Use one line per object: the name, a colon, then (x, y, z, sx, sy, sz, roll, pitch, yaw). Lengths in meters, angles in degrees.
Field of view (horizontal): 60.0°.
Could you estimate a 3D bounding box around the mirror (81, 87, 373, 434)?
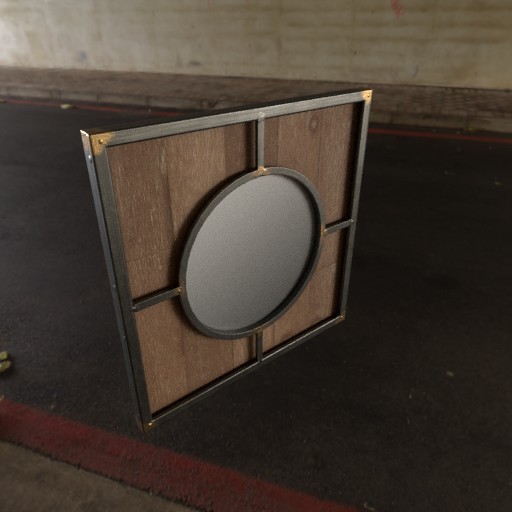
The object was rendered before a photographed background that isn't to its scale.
mirror: (0.000, 0.000, 0.581, 0.382, 0.381, 0.020, -21, 36, -33)
